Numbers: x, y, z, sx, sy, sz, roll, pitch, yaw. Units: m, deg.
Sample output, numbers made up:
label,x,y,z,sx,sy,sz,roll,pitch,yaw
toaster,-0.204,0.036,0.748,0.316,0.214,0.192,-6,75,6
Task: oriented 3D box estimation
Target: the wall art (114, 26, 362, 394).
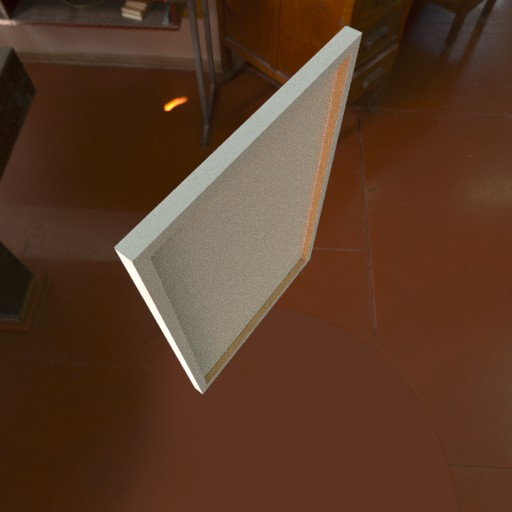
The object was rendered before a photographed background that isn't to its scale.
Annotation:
label,x,y,z,sx,sy,sz,roll,pitch,yaw
wall art,0.000,0.000,1.124,0.038,0.912,0.607,34,67,17
